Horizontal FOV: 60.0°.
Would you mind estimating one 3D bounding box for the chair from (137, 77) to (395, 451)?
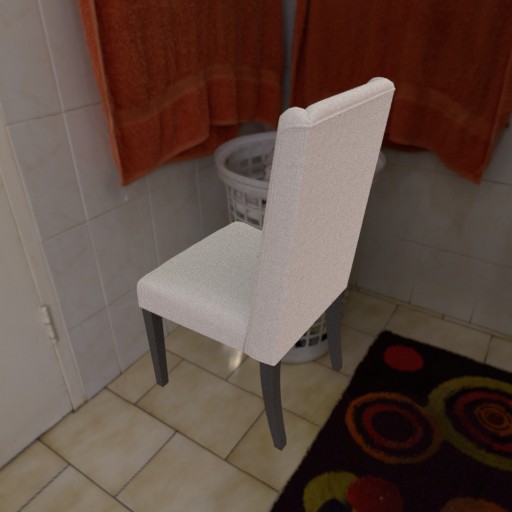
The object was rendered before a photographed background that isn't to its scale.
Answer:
[{"bbox_3d":[0.000,0.000,1.275,0.523,0.961,0.474,20,36,29],"label":"chair"}]
